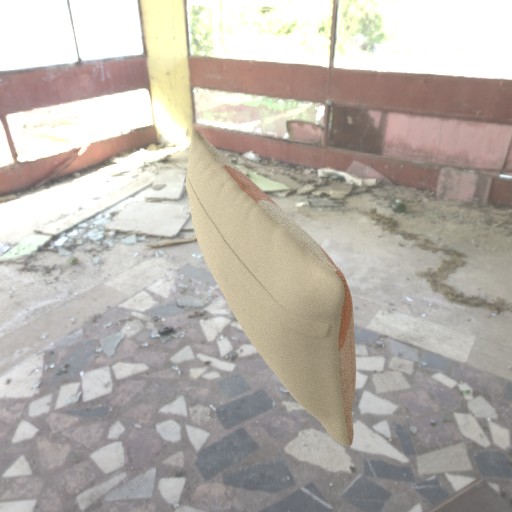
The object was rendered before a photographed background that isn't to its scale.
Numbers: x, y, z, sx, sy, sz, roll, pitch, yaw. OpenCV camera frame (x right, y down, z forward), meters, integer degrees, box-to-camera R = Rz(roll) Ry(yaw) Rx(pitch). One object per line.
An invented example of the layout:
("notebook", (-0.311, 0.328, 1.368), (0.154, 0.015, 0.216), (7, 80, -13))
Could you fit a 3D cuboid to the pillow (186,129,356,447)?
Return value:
("pillow", (0.000, 0.000, 0.743), (0.155, 0.292, 0.609), (-11, 31, -18))
